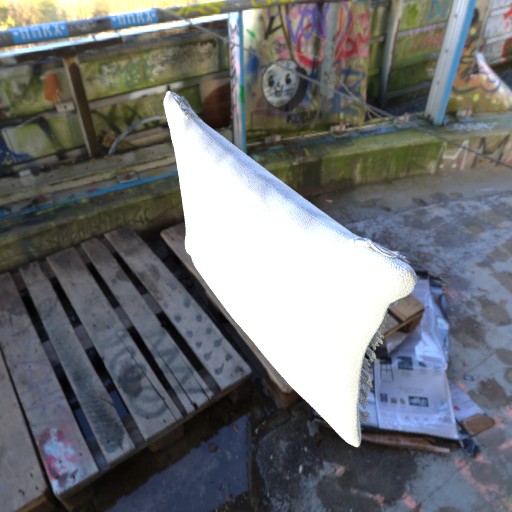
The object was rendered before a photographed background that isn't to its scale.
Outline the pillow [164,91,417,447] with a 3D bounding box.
[{"bbox_3d":[0.000,0.000,0.596,0.084,0.305,0.466,-24,47,-25],"label":"pillow"}]
